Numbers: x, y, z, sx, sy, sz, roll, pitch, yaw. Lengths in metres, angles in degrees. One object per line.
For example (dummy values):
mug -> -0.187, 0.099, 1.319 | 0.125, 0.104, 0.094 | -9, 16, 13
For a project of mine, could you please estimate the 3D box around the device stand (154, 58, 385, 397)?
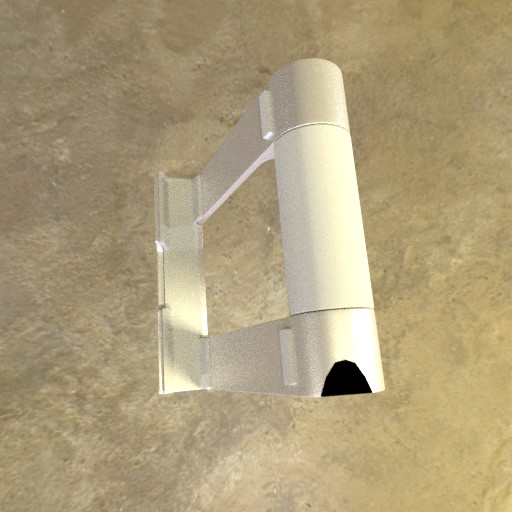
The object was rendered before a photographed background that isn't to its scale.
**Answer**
device stand -> 0.000, 0.000, 0.148 | 0.079, 0.084, 0.086 | -4, 77, -1
